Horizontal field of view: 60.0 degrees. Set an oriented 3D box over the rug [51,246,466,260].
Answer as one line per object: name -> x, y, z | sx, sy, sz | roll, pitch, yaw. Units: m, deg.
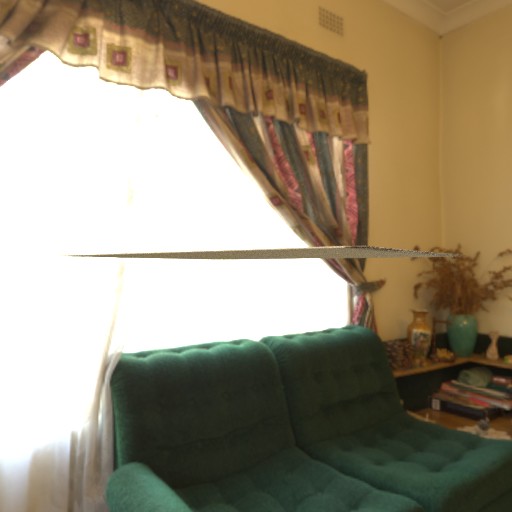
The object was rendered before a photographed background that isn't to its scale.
rug -> 0.000, 0.000, 4.332 | 3.327, 0.010, 2.464 | -1, -2, 37
